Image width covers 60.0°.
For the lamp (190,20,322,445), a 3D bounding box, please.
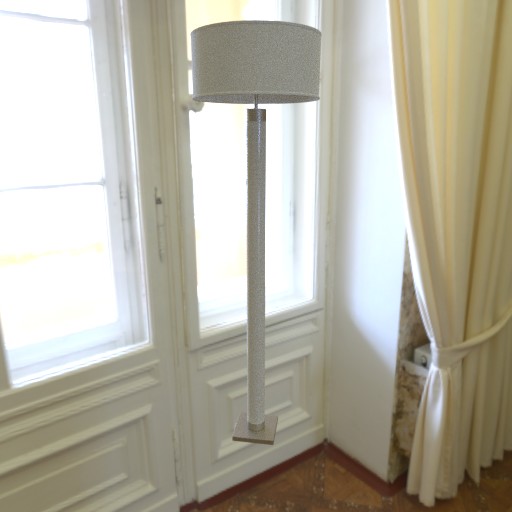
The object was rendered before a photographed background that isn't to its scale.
[{"bbox_3d":[0.000,0.000,1.611,0.420,1.475,0.420,2,15,9],"label":"lamp"}]
